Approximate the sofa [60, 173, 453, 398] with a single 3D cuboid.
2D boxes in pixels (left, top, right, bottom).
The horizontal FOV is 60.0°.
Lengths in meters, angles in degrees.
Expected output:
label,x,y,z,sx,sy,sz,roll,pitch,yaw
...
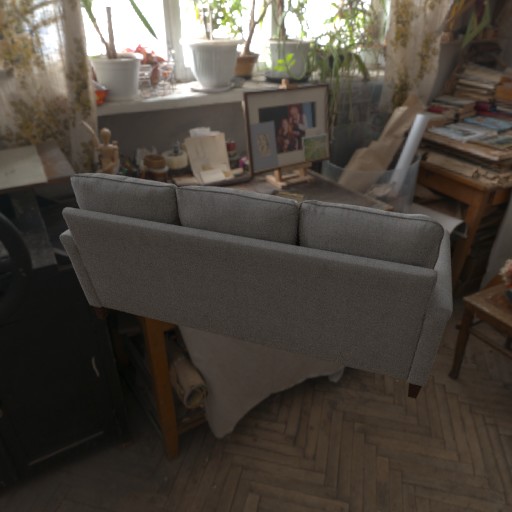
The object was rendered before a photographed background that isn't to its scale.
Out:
label,x,y,z,sx,sy,sz,roll,pitch,yaw
sofa,0.000,0.000,2.406,1.925,0.959,0.828,10,32,17
